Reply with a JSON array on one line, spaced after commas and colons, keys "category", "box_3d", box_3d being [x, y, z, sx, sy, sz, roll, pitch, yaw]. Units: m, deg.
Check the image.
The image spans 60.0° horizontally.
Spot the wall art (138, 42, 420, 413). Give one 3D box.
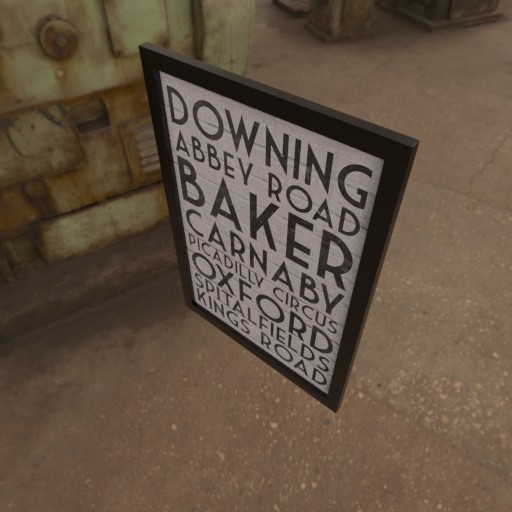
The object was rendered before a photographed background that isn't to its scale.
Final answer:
[{"category": "wall art", "box_3d": [0.000, 0.000, 0.829, 0.462, 0.656, 0.019, 30, 53, 26]}]
